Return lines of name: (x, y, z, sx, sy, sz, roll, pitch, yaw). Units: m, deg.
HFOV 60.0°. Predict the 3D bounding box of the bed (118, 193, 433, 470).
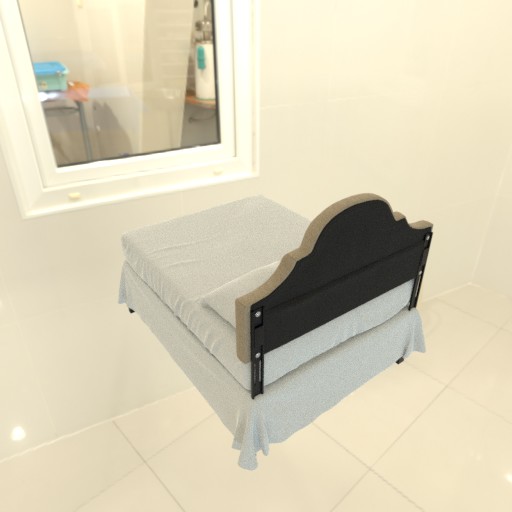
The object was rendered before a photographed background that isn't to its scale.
bed: (0.000, 0.000, 3.519, 1.780, 1.634, 2.222, -20, 36, -30)
